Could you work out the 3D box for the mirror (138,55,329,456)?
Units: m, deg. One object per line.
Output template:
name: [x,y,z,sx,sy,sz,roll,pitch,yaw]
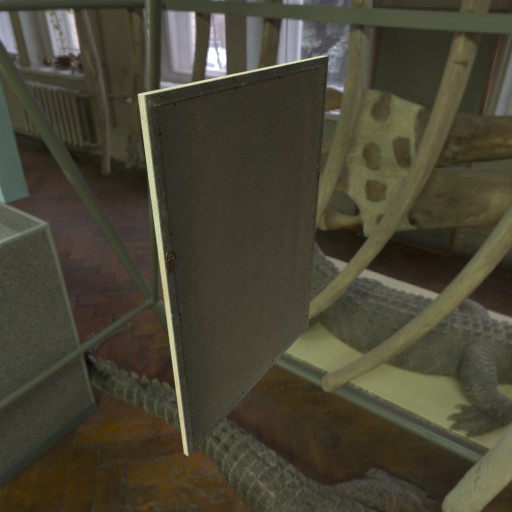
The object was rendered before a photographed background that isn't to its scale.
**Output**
mirror: [0.000,0.000,1.277,0.025,0.996,0.705,19,36,29]
